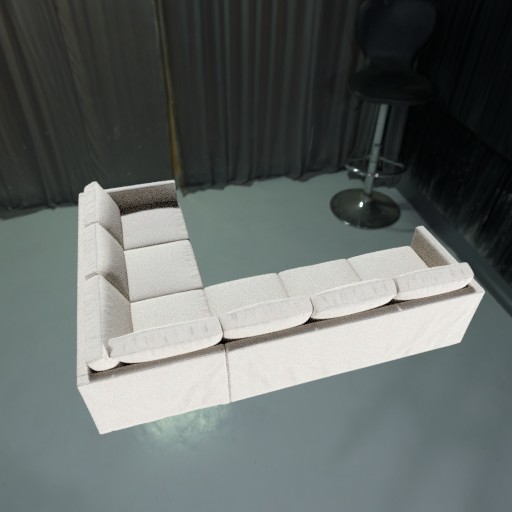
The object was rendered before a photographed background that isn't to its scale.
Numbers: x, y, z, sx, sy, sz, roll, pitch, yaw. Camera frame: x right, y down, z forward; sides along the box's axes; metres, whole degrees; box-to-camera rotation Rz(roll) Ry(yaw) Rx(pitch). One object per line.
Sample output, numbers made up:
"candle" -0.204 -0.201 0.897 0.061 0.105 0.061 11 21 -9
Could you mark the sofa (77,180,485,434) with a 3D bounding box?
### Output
"sofa" 0.000 0.000 4.281 3.182 0.871 2.432 -11 42 -12
